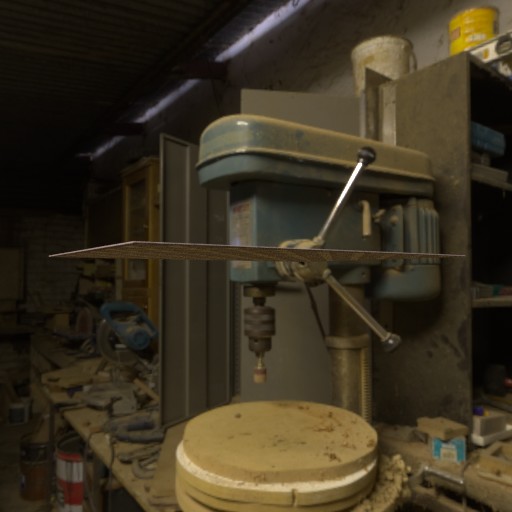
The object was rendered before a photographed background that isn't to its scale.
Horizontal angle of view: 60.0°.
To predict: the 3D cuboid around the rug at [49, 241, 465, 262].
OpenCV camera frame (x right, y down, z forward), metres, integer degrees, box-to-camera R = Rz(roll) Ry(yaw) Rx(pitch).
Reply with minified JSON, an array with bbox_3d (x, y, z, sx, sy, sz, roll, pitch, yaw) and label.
[{"bbox_3d":[0.000,0.000,4.315,3.294,0.018,2.382,2,-3,-35],"label":"rug"}]
